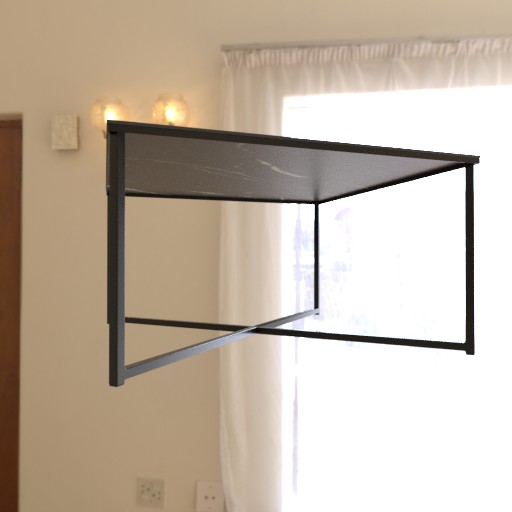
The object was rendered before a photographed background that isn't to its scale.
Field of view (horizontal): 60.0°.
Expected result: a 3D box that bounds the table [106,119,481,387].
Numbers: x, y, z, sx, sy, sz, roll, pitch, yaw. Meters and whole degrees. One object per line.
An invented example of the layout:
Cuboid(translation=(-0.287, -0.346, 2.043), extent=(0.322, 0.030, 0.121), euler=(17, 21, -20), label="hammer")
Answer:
Cuboid(translation=(0.000, 0.000, 1.247), extent=(0.800, 0.450, 0.800), euler=(0, 0, -19), label="table")
